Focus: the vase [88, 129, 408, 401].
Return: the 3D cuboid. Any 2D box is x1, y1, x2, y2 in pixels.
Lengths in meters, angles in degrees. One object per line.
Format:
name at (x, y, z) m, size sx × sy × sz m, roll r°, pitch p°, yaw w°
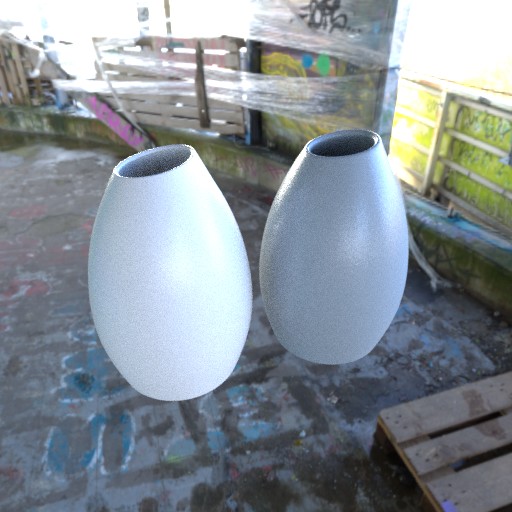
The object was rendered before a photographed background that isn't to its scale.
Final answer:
vase at (0.000, 0.000, 0.255) m, size 0.187 × 0.131 × 0.089 m, roll -9°, pitch 33°, yaw -14°
